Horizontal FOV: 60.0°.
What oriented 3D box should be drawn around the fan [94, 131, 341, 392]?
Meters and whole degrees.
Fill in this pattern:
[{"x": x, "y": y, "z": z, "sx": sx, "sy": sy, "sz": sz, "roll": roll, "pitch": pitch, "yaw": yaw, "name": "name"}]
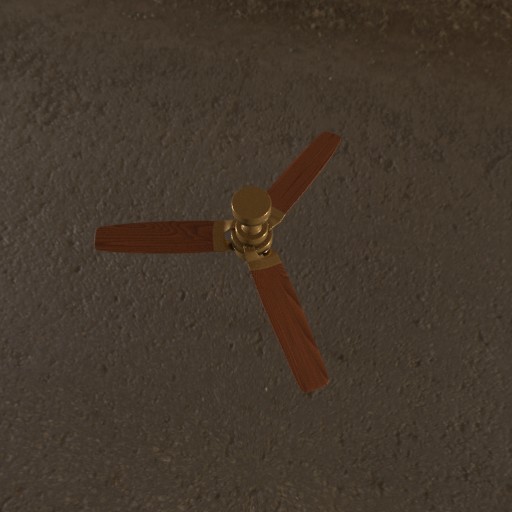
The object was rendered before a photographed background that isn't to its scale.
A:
[{"x": 0.000, "y": 0.000, "z": 2.047, "sx": 1.416, "sy": 0.425, "sz": 1.271, "roll": -19, "pitch": 66, "yaw": -9, "name": "fan"}]
